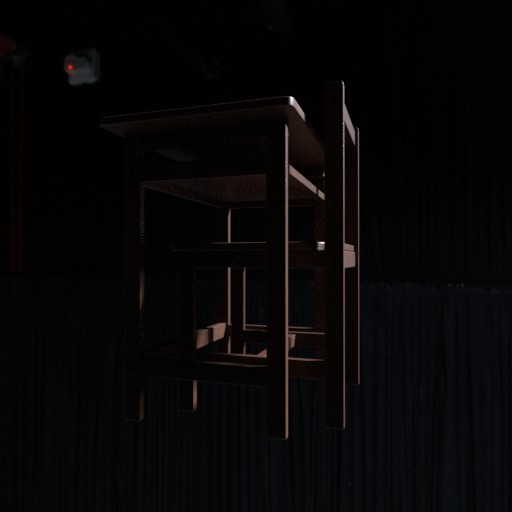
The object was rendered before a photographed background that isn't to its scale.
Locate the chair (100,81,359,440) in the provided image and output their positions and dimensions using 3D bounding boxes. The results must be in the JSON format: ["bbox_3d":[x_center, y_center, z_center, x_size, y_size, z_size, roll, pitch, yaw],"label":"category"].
[{"bbox_3d":[0.000,0.000,1.082,0.463,0.673,0.599,0,0,18],"label":"chair"}]
